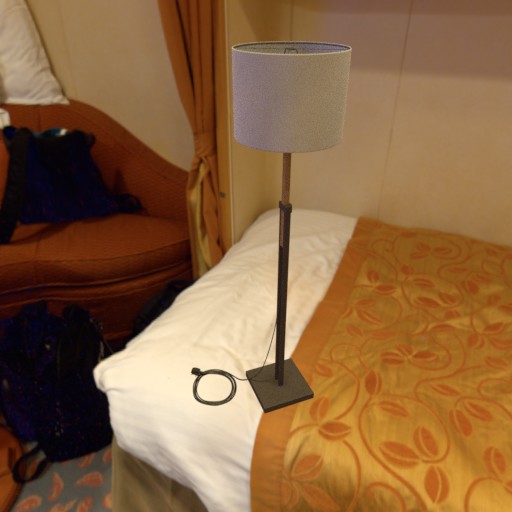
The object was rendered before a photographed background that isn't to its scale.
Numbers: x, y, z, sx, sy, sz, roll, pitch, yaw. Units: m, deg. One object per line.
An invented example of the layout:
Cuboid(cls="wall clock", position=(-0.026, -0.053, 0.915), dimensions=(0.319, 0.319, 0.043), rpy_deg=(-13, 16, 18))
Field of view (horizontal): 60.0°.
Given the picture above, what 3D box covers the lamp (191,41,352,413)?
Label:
Cuboid(cls="lamp", position=(0.000, 0.000, 1.928), dimensions=(0.639, 1.650, 0.474), rpy_deg=(-11, 33, -18))
